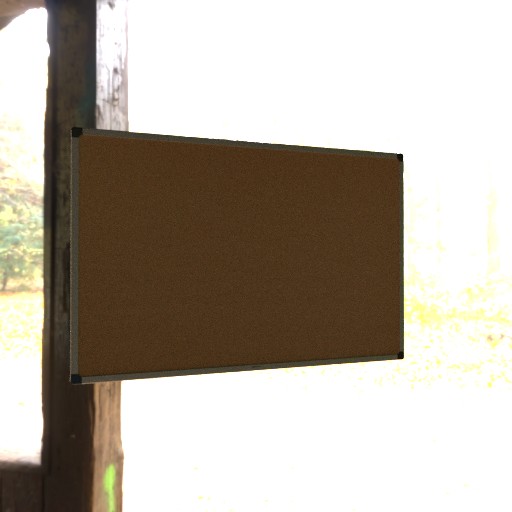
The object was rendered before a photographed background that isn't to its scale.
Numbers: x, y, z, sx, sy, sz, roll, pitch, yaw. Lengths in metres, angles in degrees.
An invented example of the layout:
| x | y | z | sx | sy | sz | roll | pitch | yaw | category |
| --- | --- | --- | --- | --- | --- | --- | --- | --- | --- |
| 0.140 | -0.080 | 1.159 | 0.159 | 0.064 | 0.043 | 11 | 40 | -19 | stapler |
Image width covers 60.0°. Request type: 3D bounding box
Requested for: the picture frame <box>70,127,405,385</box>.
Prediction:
| x | y | z | sx | sy | sz | roll | pitch | yaw | category |
| --- | --- | --- | --- | --- | --- | --- | --- | --- | --- |
| 0.000 | 0.000 | 1.160 | 0.900 | 0.600 | 0.010 | 0 | -1 | -17 | picture frame |
